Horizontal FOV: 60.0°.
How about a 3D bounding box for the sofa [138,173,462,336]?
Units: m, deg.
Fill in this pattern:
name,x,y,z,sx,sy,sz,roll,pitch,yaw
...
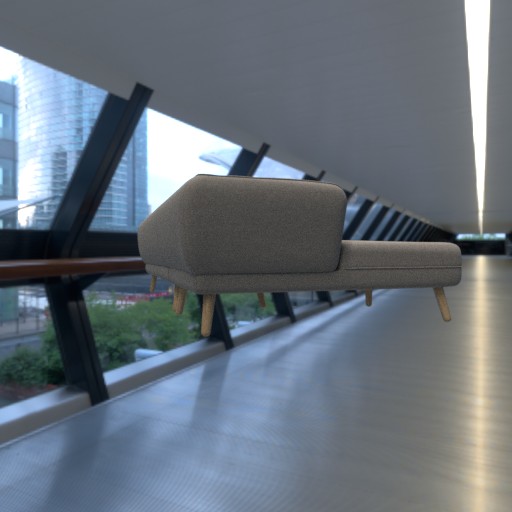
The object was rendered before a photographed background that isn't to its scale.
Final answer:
name,x,y,z,sx,sy,sz,roll,pitch,yaw
sofa,0.000,0.000,3.276,1.532,0.693,2.653,0,0,-19
